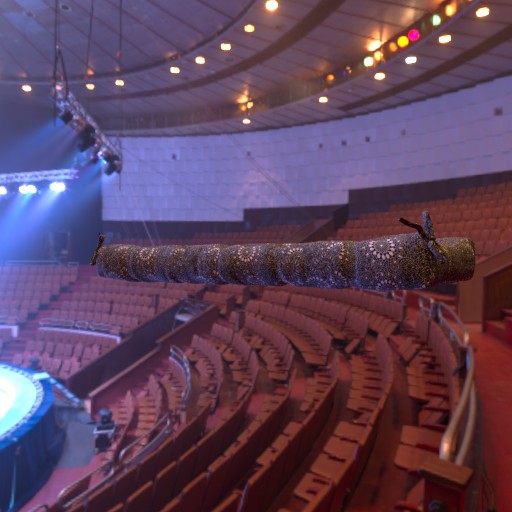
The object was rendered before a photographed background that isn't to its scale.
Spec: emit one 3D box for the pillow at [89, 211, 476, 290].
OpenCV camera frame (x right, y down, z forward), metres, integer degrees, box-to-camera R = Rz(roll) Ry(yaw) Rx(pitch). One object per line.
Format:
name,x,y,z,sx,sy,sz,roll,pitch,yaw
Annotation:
pillow,0.000,0.000,1.350,1.194,0.174,0.511,-1,-1,37
